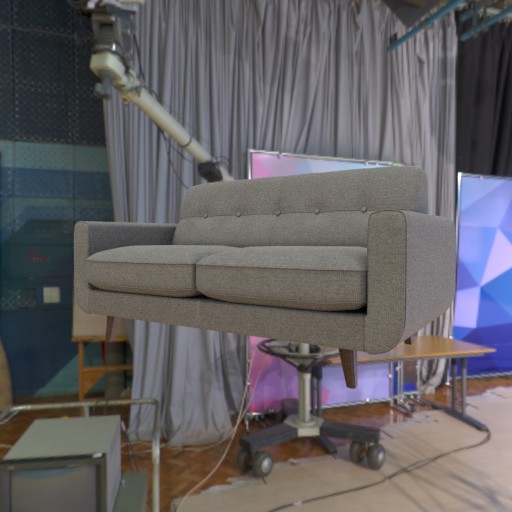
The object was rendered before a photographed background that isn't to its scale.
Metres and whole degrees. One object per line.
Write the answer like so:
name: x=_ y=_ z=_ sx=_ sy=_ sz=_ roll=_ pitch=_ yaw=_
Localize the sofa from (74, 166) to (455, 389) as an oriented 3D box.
sofa: x=0.000 y=0.000 z=2.126 sx=1.631 sy=0.841 sz=0.909 roll=1 pitch=2 yaw=33
